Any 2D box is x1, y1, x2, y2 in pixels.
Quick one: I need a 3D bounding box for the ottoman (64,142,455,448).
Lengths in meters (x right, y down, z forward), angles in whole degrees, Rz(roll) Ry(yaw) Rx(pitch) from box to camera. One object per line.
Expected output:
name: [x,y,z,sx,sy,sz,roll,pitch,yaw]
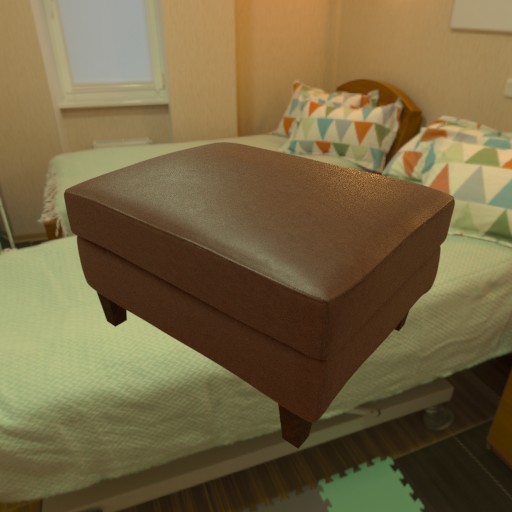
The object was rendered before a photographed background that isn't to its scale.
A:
ottoman: [0.000,0.000,1.256,0.851,0.485,0.650,22,36,33]
